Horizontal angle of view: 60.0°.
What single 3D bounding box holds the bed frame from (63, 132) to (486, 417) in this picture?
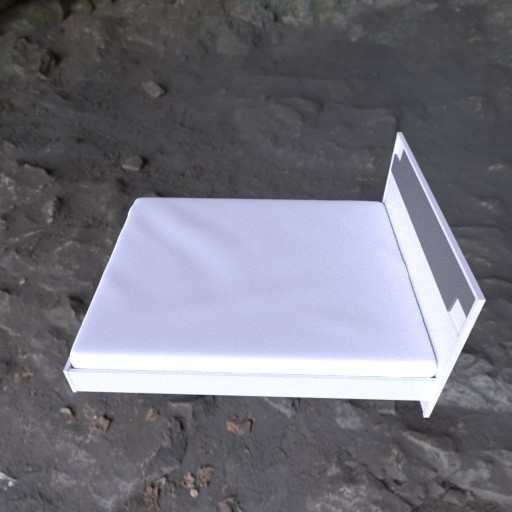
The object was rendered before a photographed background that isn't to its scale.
[{"bbox_3d":[0.000,0.000,2.973,2.100,1.001,1.711,1,41,1],"label":"bed frame"}]
